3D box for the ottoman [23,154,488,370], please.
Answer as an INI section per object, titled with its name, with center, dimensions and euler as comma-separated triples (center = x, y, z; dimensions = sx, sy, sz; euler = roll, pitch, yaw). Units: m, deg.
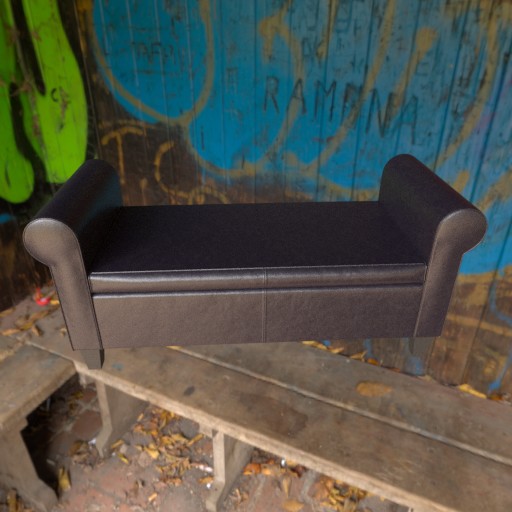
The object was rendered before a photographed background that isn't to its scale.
[ottoman]
center = 0.000, 0.000, 1.515
dimensions = 1.256, 0.547, 0.521
euler = -2, 30, -3
